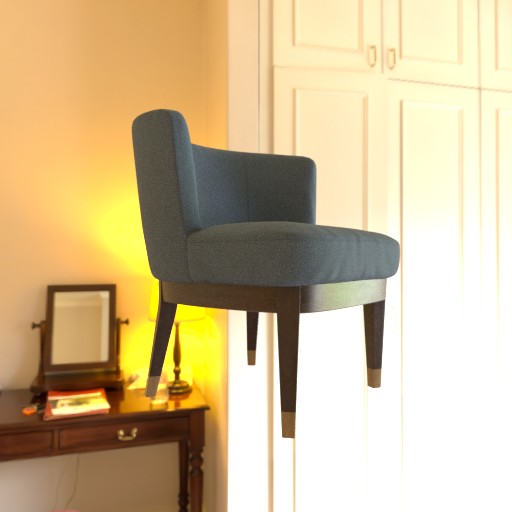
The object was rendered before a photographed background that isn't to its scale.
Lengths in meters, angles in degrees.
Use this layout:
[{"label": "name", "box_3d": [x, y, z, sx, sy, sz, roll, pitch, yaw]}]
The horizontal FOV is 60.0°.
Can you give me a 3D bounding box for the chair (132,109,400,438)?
[{"label": "chair", "box_3d": [0.000, 0.000, 1.267, 0.702, 0.760, 0.661, 0, -1, 38]}]
